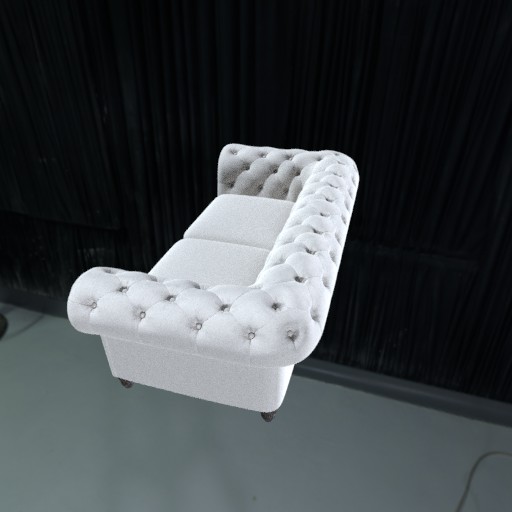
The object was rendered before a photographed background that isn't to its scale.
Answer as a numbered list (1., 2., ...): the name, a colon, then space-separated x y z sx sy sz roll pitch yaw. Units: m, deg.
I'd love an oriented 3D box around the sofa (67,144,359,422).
1. sofa: 0.000 0.000 2.541 0.986 0.764 1.998 9 32 14
